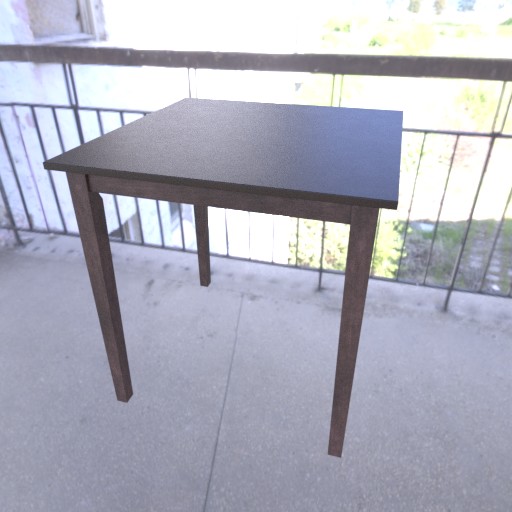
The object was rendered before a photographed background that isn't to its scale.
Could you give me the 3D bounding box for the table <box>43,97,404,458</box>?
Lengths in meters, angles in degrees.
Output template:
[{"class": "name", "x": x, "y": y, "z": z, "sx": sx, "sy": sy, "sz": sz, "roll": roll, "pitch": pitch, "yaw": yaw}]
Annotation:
[{"class": "table", "x": 0.000, "y": 0.000, "z": 1.378, "sx": 0.749, "sy": 0.770, "sz": 0.749, "roll": 9, "pitch": 31, "yaw": 14}]
